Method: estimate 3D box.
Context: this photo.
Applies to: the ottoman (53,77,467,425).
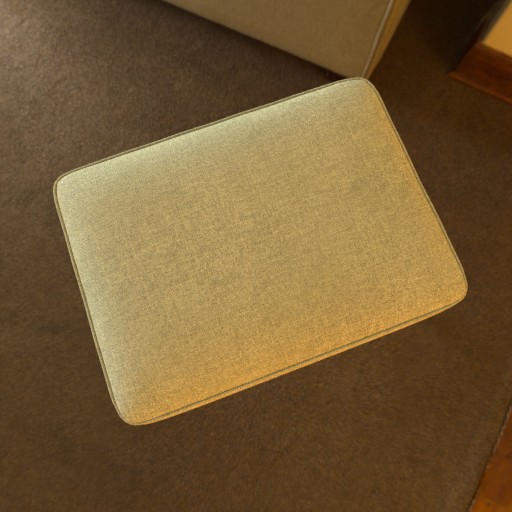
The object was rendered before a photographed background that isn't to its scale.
[{"bbox_3d":[0.000,0.000,1.294,0.889,0.561,0.661,-20,78,-4],"label":"ottoman"}]
